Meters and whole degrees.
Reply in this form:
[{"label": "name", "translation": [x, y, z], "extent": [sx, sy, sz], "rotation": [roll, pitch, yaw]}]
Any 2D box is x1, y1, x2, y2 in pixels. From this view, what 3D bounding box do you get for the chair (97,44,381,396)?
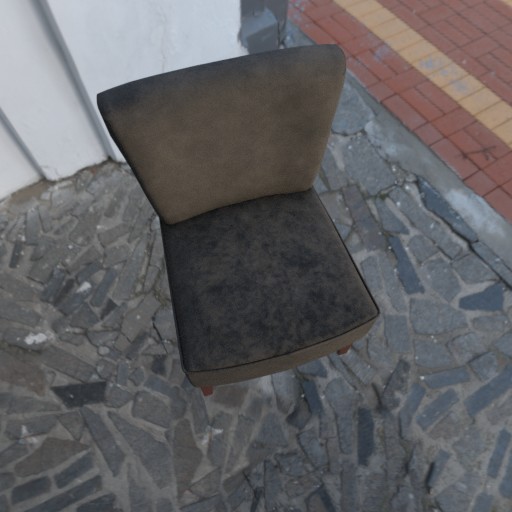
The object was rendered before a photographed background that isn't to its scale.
[{"label": "chair", "translation": [0.000, 0.000, 1.161], "extent": [0.521, 0.806, 0.554], "rotation": [-15, 64, -8]}]
